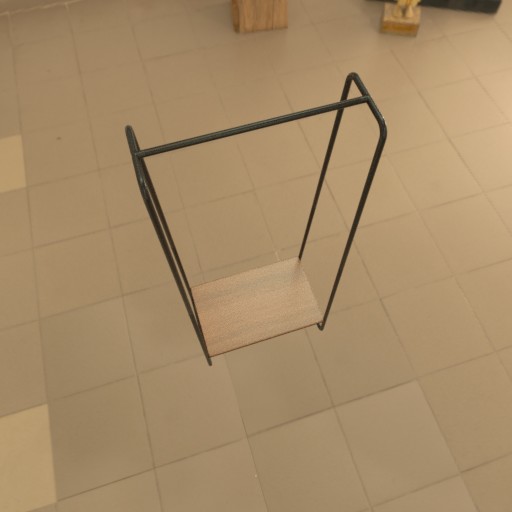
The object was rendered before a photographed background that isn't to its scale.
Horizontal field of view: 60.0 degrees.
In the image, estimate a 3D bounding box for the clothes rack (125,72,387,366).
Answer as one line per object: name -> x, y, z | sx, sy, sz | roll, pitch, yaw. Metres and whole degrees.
clothes rack -> 0.000, 0.000, 1.785 | 0.640, 1.500, 0.400 | -16, 65, -8
